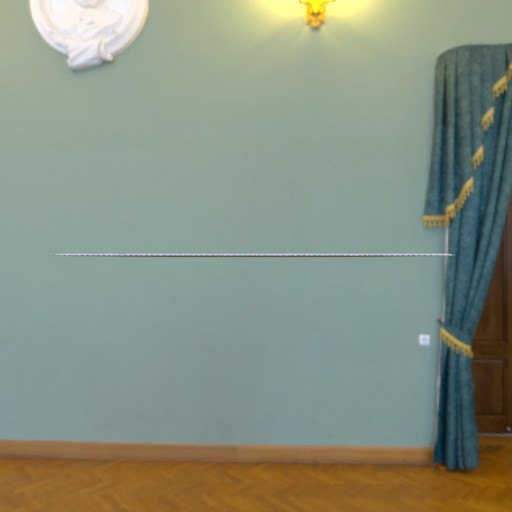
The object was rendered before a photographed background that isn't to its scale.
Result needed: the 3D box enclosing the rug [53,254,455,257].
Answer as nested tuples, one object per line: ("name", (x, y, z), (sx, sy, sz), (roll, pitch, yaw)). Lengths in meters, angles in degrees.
("rug", (0.000, 0.000, 4.104), (2.380, 0.013, 3.051), (0, 0, 1))
